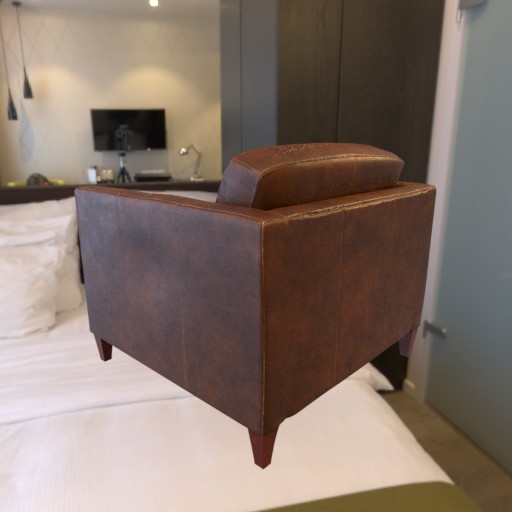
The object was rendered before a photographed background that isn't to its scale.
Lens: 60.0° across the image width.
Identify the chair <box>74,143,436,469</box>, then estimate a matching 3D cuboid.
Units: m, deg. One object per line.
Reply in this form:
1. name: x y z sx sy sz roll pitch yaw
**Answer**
1. chair: 0.000 0.000 1.732 0.975 0.864 0.990 14 21 42
